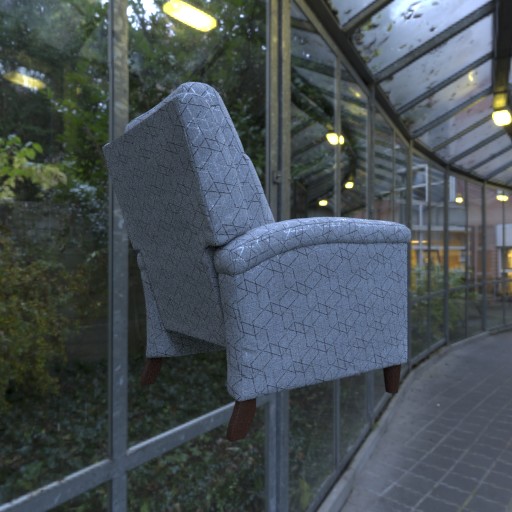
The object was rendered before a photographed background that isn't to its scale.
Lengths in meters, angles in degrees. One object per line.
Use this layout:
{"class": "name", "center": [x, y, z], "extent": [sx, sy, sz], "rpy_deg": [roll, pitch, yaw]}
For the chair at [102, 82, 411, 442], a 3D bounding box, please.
{"class": "chair", "center": [0.000, 0.000, 1.717], "extent": [0.987, 1.048, 0.753], "rpy_deg": [0, -1, -35]}
